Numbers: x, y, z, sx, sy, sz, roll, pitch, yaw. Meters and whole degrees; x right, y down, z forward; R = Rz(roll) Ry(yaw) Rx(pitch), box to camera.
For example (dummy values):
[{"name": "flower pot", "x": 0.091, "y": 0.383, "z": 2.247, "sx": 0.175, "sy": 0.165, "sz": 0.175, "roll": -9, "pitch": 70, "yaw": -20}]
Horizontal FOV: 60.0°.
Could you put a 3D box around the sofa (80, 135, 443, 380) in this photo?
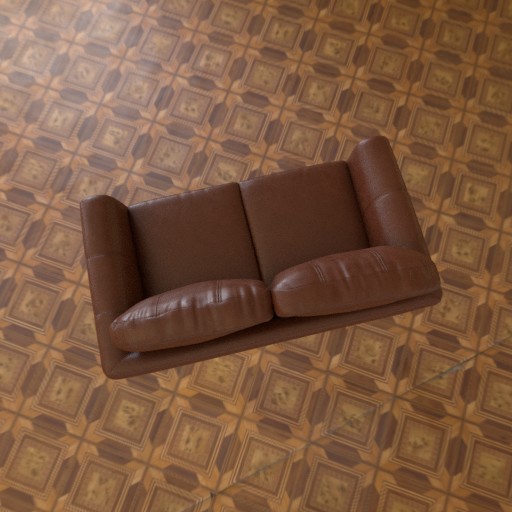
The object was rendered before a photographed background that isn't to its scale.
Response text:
[{"name": "sofa", "x": 0.000, "y": 0.000, "z": 1.982, "sx": 1.406, "sy": 0.906, "sz": 0.805, "roll": -13, "pitch": 75, "yaw": -3}]
